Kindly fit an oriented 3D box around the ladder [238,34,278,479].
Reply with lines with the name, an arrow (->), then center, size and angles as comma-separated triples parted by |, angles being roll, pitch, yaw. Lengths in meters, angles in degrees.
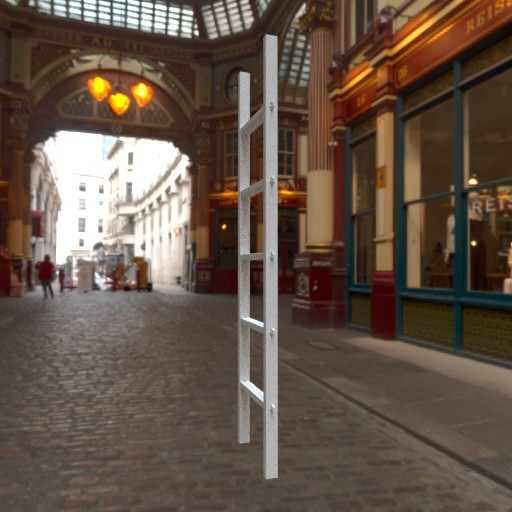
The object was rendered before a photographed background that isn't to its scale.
ladder -> 0.000, 0.000, 1.987 | 0.051, 1.797, 0.452 | 0, -1, -19
